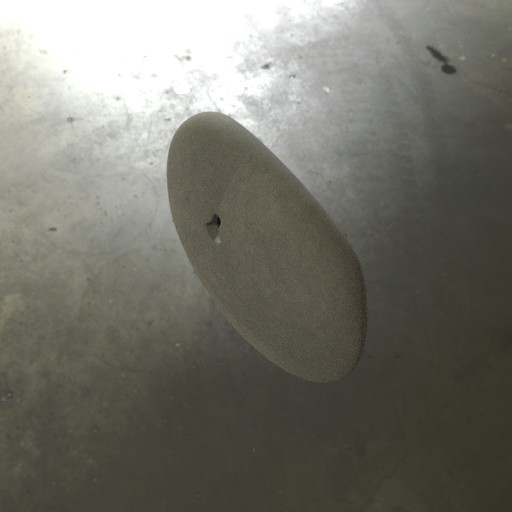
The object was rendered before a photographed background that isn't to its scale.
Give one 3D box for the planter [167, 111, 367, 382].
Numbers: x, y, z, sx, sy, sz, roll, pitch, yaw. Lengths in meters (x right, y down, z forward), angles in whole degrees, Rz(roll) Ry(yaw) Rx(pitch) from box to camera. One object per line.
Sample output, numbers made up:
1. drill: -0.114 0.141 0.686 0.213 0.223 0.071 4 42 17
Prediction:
1. planter: 0.000 0.000 0.288 0.071 0.188 0.185 -33 64 -18
